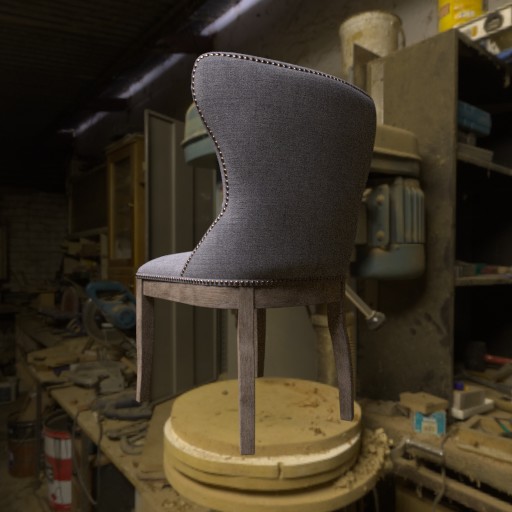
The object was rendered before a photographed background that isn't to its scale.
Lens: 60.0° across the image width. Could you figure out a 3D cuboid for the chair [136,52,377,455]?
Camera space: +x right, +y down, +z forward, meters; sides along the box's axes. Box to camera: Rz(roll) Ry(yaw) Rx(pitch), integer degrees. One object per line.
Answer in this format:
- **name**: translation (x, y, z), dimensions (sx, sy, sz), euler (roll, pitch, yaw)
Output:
- **chair**: translation (0.000, 0.000, 1.419), dimensions (0.654, 1.002, 0.681), euler (0, 1, -37)
